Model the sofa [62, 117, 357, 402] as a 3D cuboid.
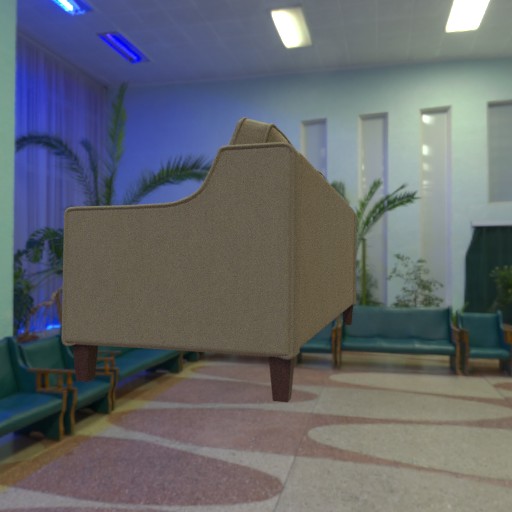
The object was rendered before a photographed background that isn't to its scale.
[{"bbox_3d":[0.000,0.000,2.467,0.911,0.974,1.986,0,-1,18],"label":"sofa"}]
